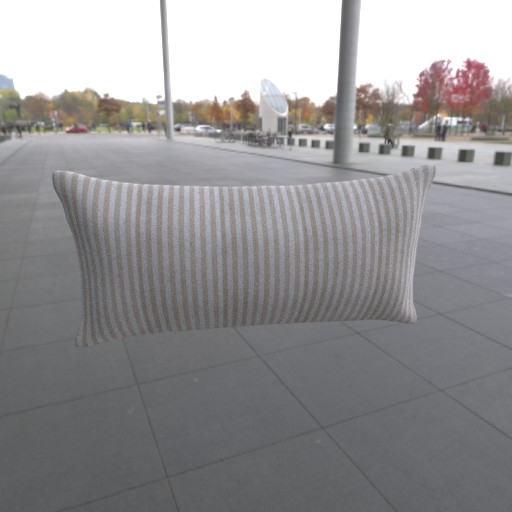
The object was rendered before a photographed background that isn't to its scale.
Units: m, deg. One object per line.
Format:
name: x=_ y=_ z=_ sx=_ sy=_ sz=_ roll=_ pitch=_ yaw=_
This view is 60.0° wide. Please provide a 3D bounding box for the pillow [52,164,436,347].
pillow: x=0.000 y=0.000 z=0.746 sx=0.617 sy=0.295 sz=0.151 roll=-2 pitch=17 yaw=-8
